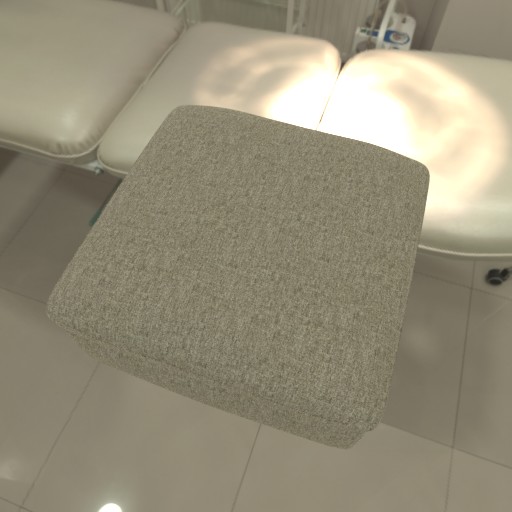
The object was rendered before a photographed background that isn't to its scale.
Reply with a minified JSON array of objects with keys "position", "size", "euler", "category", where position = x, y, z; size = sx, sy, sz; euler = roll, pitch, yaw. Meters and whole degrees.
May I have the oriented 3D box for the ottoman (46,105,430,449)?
[{"position":[0.000,0.000,1.608],"size":[1.039,0.526,1.035],"euler":[17,60,10],"category":"ottoman"}]
